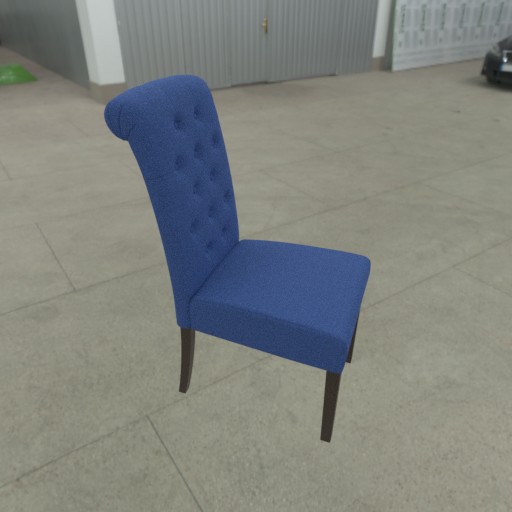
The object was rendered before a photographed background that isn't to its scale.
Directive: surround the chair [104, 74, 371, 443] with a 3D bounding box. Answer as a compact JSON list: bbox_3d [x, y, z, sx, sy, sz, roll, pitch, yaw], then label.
[{"bbox_3d":[0.000,0.000,1.385,0.671,1.006,0.456,11,32,17],"label":"chair"}]
